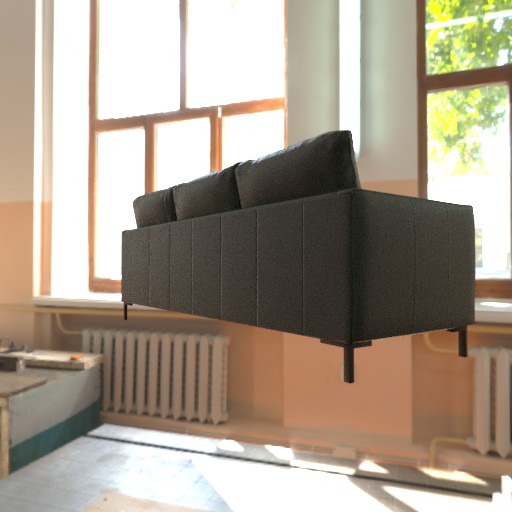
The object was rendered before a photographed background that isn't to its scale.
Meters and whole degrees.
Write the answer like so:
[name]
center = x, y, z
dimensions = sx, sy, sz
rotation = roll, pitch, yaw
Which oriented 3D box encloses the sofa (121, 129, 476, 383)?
[sofa]
center = 0.000, 0.000, 2.318
dimensions = 0.748, 0.805, 2.029
rotation = 1, -2, -36
